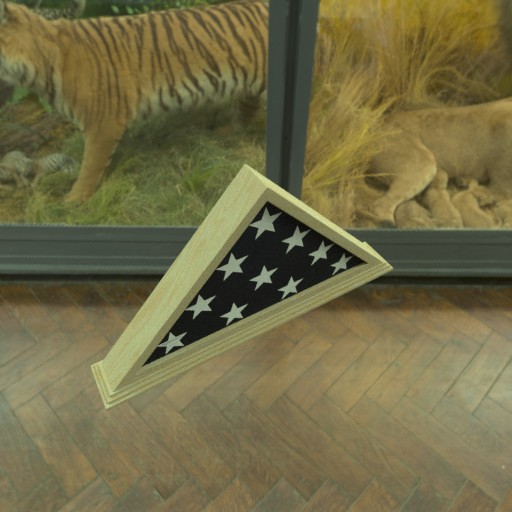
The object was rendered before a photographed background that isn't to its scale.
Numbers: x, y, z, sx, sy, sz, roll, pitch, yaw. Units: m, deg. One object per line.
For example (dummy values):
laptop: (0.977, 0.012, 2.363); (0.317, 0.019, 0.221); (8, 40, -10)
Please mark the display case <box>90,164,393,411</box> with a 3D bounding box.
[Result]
display case: (0.000, 0.000, 0.767); (0.640, 0.340, 0.095); (-23, 51, -20)
